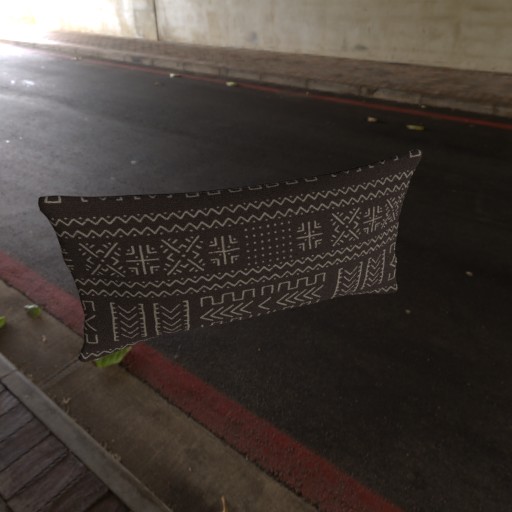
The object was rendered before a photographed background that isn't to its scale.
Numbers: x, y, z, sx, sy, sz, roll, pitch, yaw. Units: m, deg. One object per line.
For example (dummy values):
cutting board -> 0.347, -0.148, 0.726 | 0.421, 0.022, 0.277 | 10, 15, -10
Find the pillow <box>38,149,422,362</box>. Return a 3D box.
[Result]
pillow -> 0.000, 0.000, 0.800 | 0.667, 0.322, 0.135 | -10, 33, -16
